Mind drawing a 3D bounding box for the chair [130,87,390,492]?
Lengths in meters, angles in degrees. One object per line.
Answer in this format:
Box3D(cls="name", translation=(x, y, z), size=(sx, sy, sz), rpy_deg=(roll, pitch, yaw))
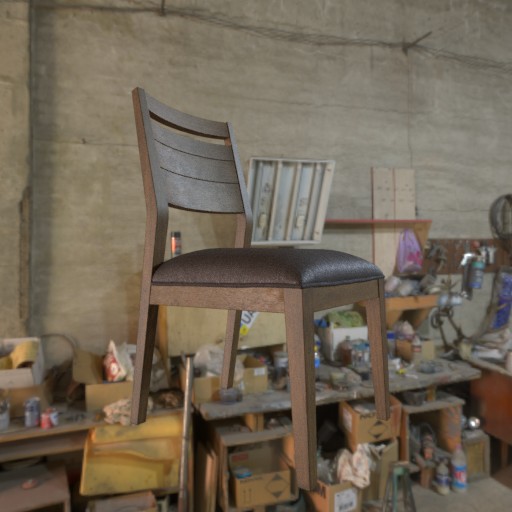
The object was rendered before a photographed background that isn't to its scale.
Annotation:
Box3D(cls="chair", translation=(0.000, 0.000, 1.259), size=(0.610, 0.939, 0.501), rpy_deg=(0, 0, 35))
